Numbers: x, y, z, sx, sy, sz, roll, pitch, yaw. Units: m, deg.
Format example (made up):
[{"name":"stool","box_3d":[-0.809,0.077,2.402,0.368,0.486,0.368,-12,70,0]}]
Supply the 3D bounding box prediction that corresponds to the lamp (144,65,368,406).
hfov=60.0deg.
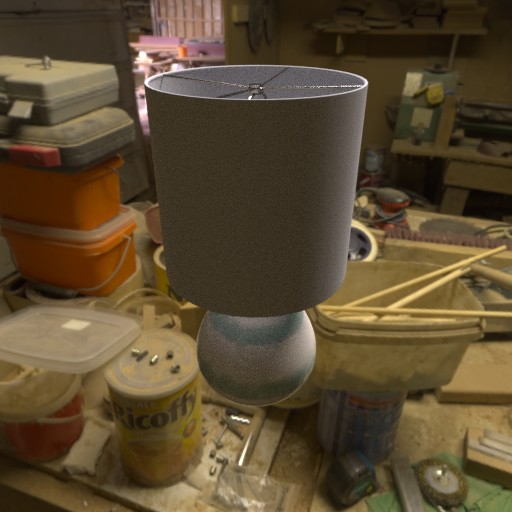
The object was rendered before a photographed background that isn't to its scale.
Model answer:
[{"name":"lamp","box_3d":[0.000,0.000,0.538,0.217,0.404,0.217,11,32,18]}]
